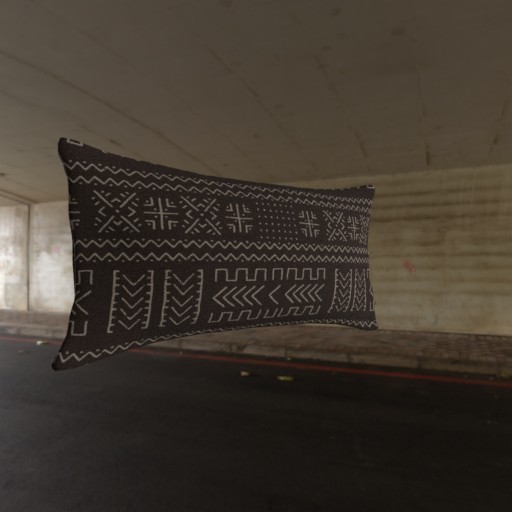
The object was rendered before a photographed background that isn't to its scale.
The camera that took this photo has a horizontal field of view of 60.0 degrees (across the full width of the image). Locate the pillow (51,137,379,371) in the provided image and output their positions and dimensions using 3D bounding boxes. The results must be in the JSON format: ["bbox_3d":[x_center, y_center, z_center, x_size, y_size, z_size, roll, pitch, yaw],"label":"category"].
[{"bbox_3d":[0.000,0.000,0.789,0.667,0.322,0.135,1,-1,-35],"label":"pillow"}]
